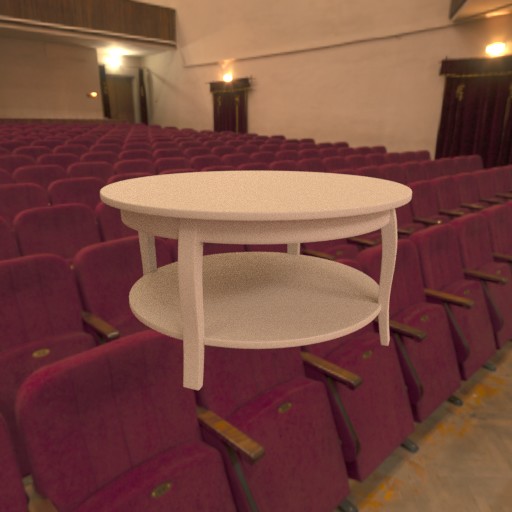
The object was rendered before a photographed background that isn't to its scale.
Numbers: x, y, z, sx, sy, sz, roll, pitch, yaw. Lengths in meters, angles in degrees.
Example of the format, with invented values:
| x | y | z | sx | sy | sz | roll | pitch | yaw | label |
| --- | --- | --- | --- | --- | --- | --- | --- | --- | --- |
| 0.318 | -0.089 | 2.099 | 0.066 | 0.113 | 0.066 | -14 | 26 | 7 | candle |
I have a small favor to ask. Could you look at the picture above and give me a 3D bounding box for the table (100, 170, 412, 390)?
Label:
| x | y | z | sx | sy | sz | roll | pitch | yaw | label |
| --- | --- | --- | --- | --- | --- | --- | --- | --- | --- |
| 0.000 | 0.000 | 1.427 | 0.910 | 0.457 | 0.910 | 0 | 16 | 0 | table |
